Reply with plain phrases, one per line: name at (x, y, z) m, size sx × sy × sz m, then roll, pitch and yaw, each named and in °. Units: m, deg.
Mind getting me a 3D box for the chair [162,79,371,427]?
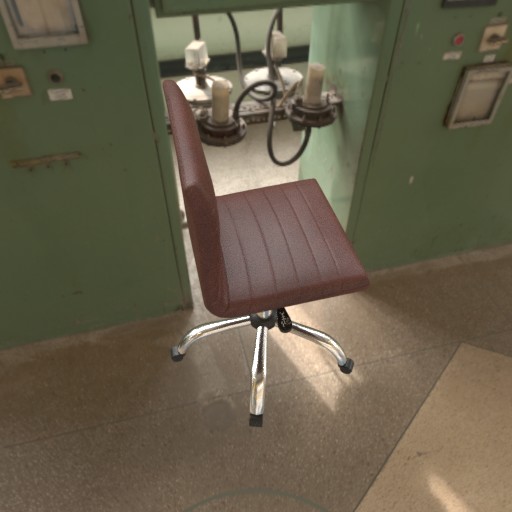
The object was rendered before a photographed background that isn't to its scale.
chair at (0.000, 0.000, 1.116) m, size 0.530 × 0.780 × 0.556 m, roll -10°, pitch 47°, yaw -9°
